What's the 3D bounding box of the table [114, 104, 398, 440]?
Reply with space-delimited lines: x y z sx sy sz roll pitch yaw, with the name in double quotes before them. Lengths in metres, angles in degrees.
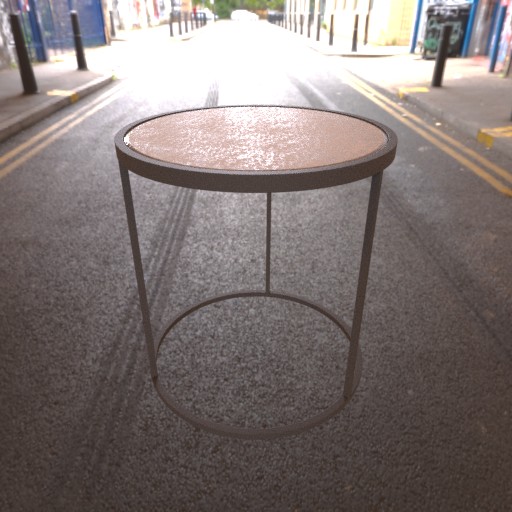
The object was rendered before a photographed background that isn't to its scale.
"table" 0.000 0.000 0.884 0.470 0.498 0.470 0 29 0
